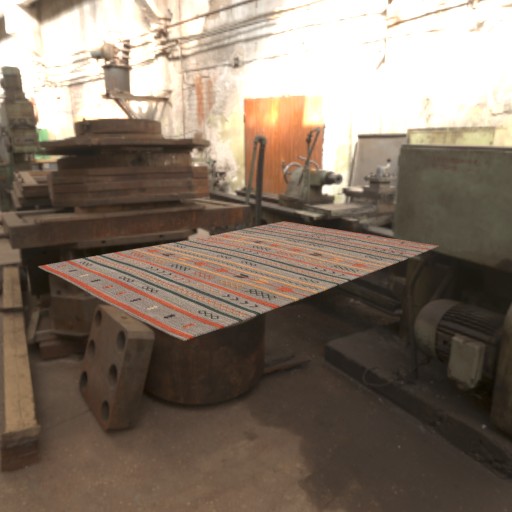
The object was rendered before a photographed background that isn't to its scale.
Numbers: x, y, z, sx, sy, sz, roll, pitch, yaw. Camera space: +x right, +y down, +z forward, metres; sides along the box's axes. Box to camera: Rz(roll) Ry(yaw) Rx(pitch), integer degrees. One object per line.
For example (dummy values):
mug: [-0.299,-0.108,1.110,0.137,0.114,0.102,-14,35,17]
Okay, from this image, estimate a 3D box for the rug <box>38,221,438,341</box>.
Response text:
rug: [0.000,0.000,2.395,1.835,0.017,1.220,-14,20,-43]
